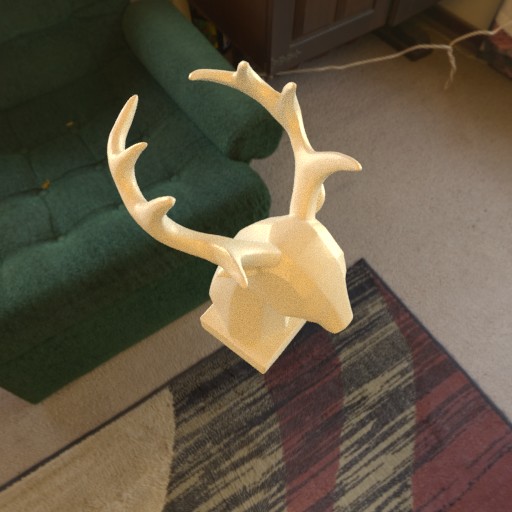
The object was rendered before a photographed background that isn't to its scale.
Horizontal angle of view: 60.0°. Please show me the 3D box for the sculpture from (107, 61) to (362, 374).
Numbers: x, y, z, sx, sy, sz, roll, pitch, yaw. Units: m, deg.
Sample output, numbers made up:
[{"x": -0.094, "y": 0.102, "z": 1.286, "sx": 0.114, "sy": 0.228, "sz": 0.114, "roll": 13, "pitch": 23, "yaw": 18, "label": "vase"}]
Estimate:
[{"x": 0.000, "y": 0.000, "z": 0.444, "sx": 0.224, "sy": 0.329, "sz": 0.174, "roll": 34, "pitch": 65, "yaw": 19, "label": "sculpture"}]
